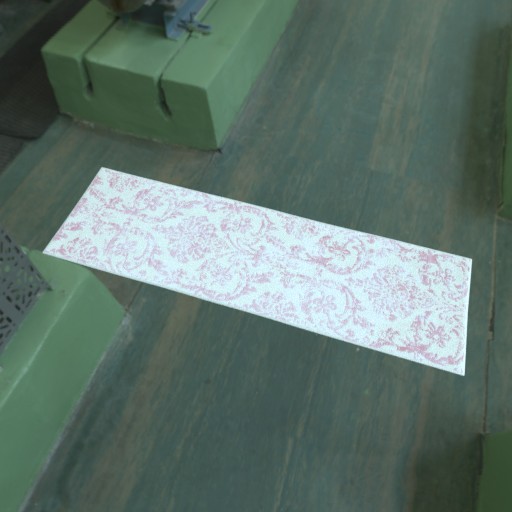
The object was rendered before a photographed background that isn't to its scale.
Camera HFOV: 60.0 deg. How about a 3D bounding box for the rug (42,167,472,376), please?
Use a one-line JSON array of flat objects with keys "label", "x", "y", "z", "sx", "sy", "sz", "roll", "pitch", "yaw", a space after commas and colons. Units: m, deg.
[{"label": "rug", "x": 0.000, "y": 0.000, "z": 2.363, "sx": 2.196, "sy": 0.011, "sz": 0.662, "roll": 15, "pitch": 58, "yaw": 9}]
